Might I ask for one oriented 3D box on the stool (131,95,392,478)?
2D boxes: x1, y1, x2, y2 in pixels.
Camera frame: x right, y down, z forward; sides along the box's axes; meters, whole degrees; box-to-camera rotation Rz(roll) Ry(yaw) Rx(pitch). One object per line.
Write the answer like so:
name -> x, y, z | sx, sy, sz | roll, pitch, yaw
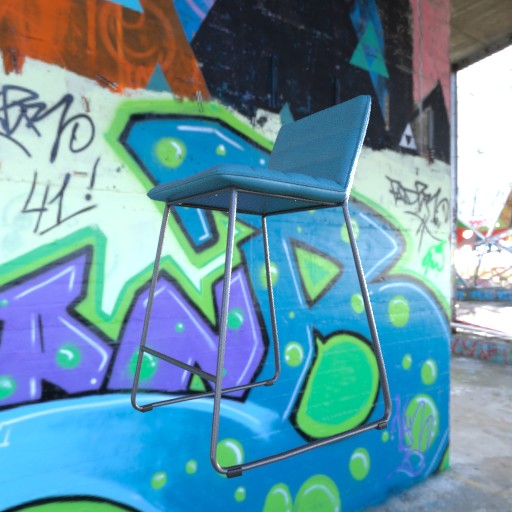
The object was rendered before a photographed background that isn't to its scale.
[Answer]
stool -> 0.000, 0.000, 1.183 | 0.524, 0.866, 0.489 | 0, -1, -35
